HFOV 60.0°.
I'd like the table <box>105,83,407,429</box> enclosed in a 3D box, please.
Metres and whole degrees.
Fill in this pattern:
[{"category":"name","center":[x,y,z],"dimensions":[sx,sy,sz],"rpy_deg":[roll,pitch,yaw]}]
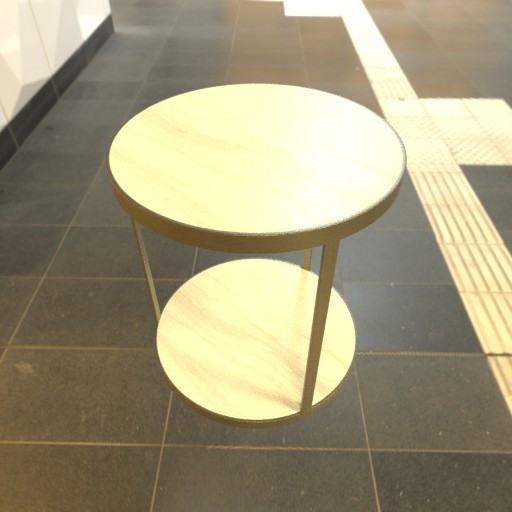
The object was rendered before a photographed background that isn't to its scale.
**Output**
[{"category":"table","center":[0.000,0.000,0.836],"dimensions":[0.445,0.479,0.445],"rpy_deg":[0,43,0]}]
